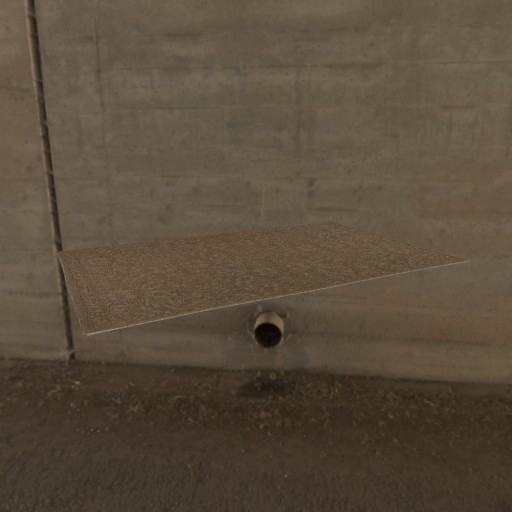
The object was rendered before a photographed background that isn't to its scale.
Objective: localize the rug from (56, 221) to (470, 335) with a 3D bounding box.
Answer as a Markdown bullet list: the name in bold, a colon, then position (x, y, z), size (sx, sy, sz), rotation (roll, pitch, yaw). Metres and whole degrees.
- **rug**: position (0.000, 0.000, 3.057), size (2.435, 0.012, 1.529), rotation (-8, 17, -27)
